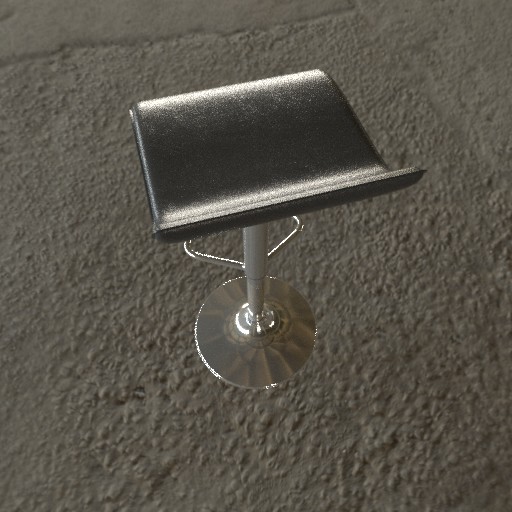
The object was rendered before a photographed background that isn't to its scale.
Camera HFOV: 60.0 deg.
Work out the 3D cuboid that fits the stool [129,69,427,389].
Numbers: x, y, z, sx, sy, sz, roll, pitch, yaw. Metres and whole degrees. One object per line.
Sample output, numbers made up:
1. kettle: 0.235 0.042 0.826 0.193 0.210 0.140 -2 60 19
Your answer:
1. stool: 0.000 0.000 1.018 0.381 0.851 0.381 -14 59 -8
